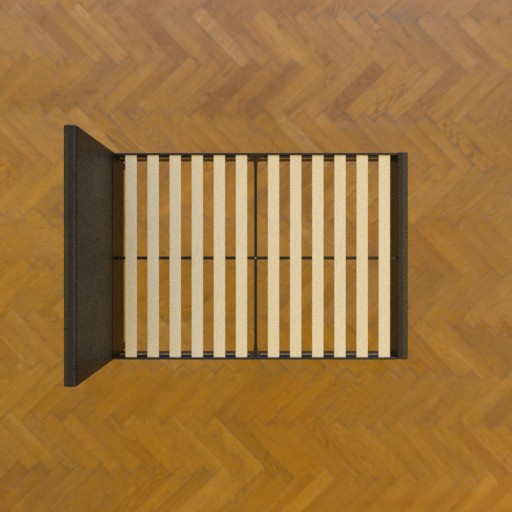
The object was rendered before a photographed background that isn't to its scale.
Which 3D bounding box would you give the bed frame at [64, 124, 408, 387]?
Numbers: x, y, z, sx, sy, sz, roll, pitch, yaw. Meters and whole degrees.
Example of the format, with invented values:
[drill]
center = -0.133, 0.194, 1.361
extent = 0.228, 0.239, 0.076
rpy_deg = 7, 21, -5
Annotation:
[bed frame]
center = 0.000, 0.000, 2.991
extent = 2.152, 1.046, 1.469
rpy_deg = 0, 90, 0
